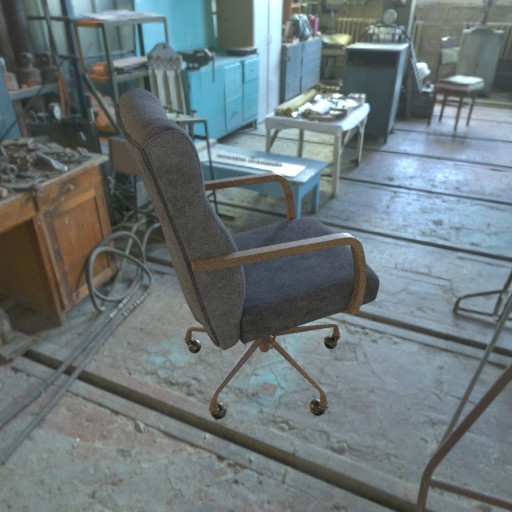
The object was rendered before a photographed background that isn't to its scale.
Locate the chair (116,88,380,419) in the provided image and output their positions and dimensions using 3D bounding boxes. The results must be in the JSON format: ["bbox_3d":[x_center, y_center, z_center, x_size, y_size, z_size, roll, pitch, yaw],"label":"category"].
[{"bbox_3d":[0.000,0.000,1.482,0.741,1.029,0.640,-11,33,-17],"label":"chair"}]
